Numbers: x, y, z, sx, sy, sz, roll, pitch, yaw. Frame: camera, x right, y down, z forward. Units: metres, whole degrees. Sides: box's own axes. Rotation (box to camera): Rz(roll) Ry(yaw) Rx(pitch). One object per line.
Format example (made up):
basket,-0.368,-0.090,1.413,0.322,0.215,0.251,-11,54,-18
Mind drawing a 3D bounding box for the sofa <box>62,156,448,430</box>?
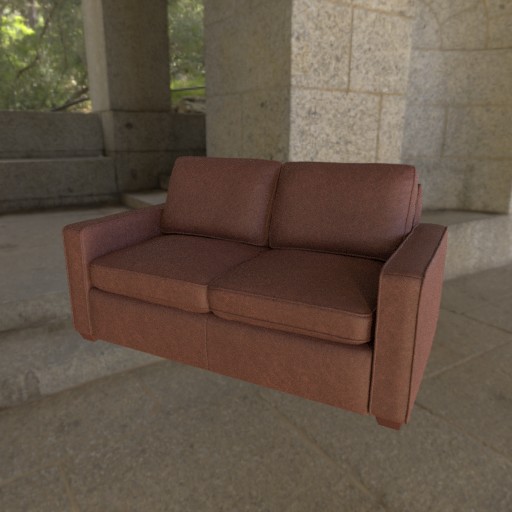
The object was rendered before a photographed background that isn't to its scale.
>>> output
sofa,0.000,0.000,2.220,1.709,0.918,0.947,8,18,26
